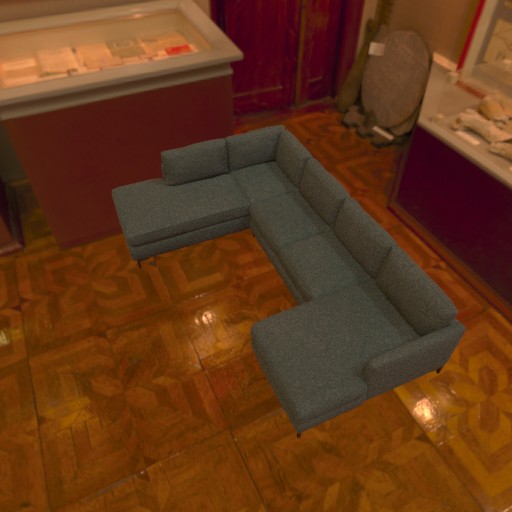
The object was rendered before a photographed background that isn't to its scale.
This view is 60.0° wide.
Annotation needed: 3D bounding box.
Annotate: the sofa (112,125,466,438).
[{"bbox_3d":[0.000,0.000,3.913,2.007,0.813,2.956,-18,48,-16],"label":"sofa"}]
